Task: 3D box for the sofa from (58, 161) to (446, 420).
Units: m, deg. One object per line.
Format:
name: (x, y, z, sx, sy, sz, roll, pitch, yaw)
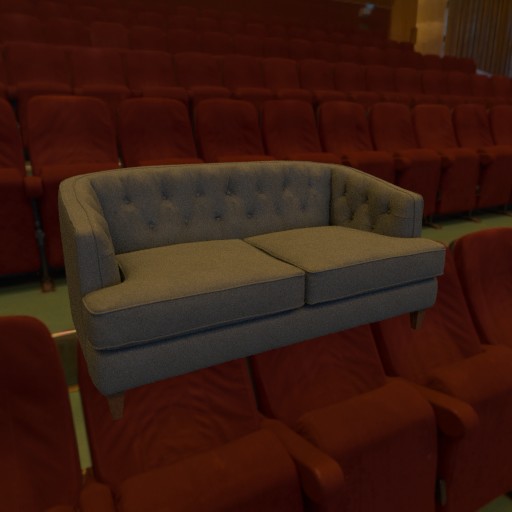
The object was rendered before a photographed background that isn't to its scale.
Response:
sofa: (0.000, 0.000, 2.207, 1.733, 0.855, 0.941, -9, 18, -28)
